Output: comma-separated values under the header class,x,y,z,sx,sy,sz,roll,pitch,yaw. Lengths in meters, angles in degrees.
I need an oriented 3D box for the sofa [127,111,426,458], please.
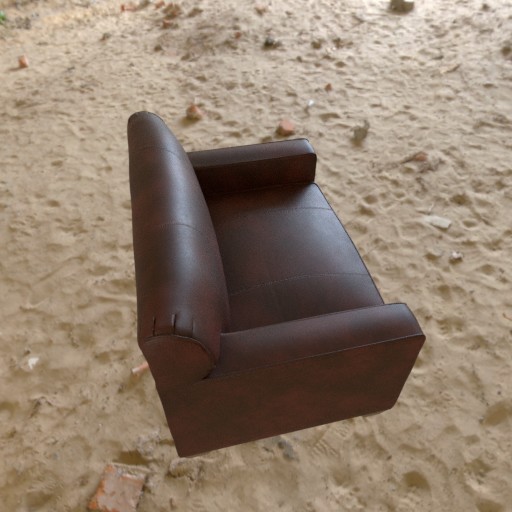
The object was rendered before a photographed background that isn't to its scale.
class,x,y,z,sx,sy,sz,roll,pitch,yaw
sofa,0.000,0.000,2.067,1.000,0.956,1.413,-9,46,-9
